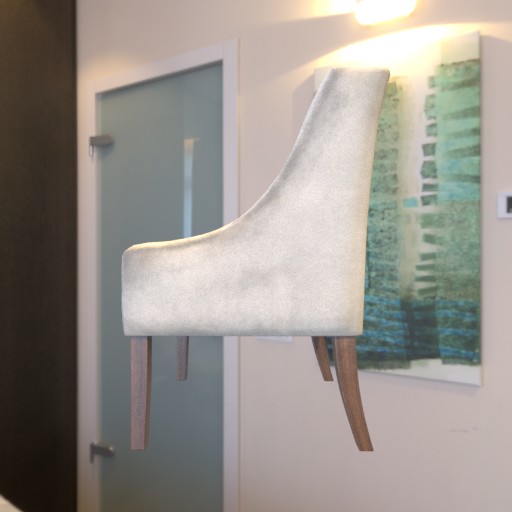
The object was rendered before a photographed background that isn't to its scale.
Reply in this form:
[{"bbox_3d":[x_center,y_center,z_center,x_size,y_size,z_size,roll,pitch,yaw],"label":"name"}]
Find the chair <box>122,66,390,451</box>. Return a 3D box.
[{"bbox_3d":[0.000,0.000,1.320,0.629,0.895,0.629,0,0,1],"label":"chair"}]
